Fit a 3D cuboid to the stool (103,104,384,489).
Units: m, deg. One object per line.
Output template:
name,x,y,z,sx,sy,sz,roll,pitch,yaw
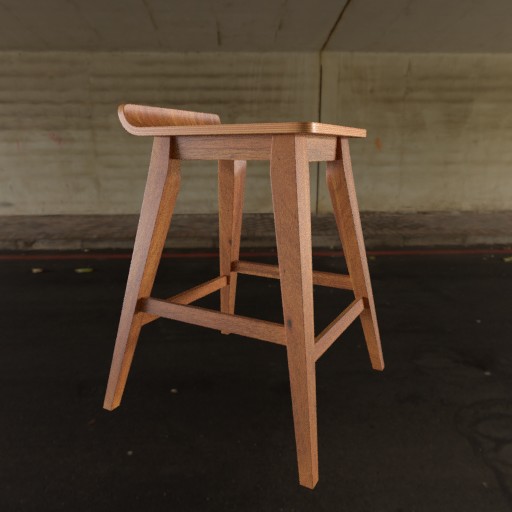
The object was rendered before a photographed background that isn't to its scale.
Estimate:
stool,0.000,0.000,1.006,0.500,0.650,0.500,7,15,28
